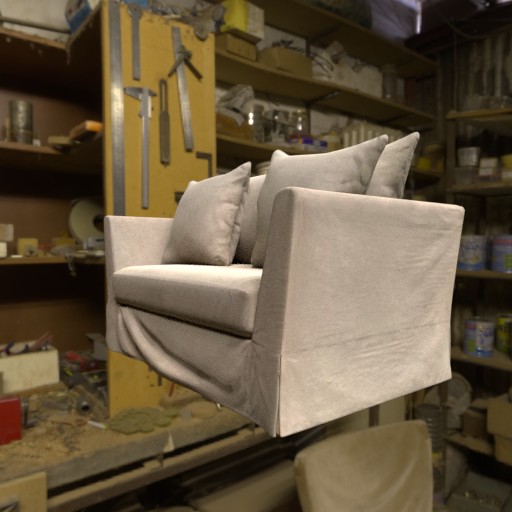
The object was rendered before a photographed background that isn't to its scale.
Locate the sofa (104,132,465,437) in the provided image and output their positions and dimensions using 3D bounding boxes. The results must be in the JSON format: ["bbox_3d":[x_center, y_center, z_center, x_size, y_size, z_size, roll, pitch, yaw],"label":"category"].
[{"bbox_3d":[0.000,0.000,2.187,1.035,1.040,1.608,-1,2,-38],"label":"sofa"}]
